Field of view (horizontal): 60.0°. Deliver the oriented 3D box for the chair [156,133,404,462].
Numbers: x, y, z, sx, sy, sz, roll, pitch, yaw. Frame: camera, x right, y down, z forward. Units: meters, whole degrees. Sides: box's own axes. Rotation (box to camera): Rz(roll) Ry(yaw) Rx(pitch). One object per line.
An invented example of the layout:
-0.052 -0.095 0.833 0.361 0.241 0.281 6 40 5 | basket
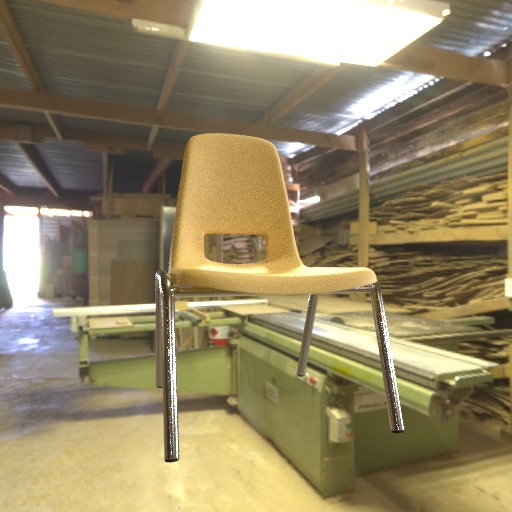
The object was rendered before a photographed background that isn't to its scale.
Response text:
0.000 0.000 0.796 0.354 0.536 0.385 0 -1 -17 | chair
